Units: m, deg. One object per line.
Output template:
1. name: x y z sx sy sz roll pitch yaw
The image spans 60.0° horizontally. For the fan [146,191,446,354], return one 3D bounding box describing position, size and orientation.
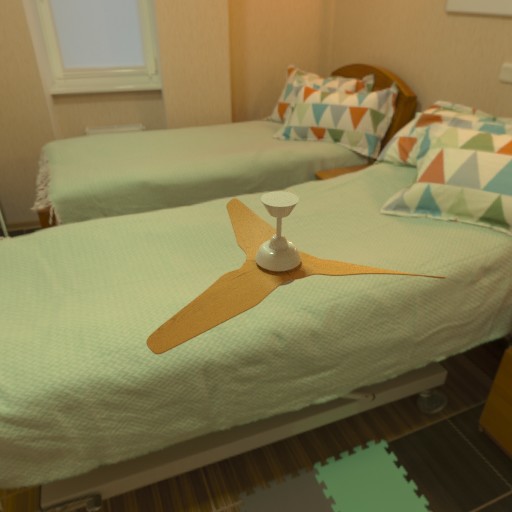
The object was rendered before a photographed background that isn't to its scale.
1. fan: 0.000 0.000 1.651 1.142 0.355 1.010 22 38 32
